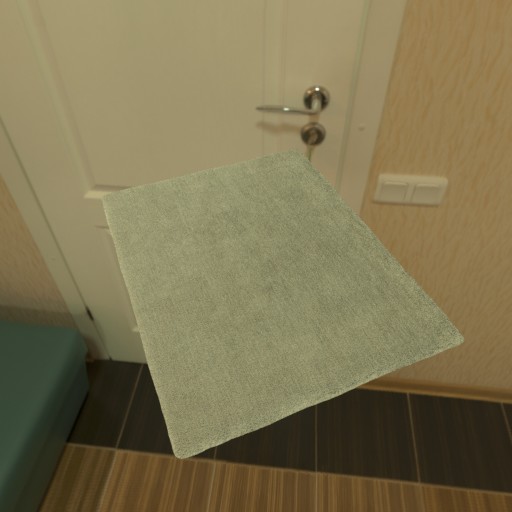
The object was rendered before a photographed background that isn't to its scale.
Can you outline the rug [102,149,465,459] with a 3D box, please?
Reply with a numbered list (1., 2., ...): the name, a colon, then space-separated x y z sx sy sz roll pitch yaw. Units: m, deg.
1. rug: 0.000 0.000 4.035 2.332 0.027 2.933 -17 49 -16
